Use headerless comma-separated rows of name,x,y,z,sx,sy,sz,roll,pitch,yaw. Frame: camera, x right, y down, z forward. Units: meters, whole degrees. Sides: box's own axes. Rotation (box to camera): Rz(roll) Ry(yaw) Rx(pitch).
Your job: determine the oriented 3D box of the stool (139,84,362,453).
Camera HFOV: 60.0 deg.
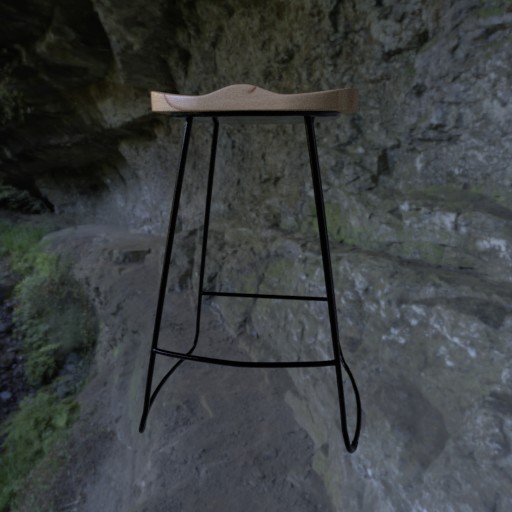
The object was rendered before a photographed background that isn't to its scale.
stool,0.000,0.000,0.954,0.480,0.679,0.401,2,15,8
